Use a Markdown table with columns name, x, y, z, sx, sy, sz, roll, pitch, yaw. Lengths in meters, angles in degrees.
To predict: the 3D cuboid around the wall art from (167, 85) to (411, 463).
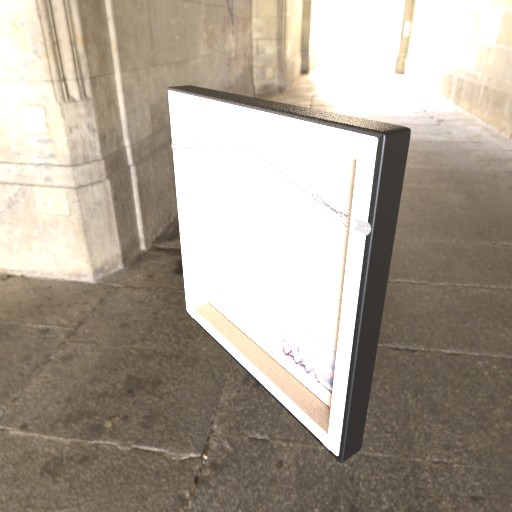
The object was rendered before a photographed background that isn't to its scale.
| name | x | y | z | sx | sy | sz | roll | pitch | yaw |
| --- | --- | --- | --- | --- | --- | --- | --- | --- | --- |
| wall art | 0.000 | 0.000 | 0.612 | 0.041 | 0.407 | 0.406 | -18 | 32 | -31 |
